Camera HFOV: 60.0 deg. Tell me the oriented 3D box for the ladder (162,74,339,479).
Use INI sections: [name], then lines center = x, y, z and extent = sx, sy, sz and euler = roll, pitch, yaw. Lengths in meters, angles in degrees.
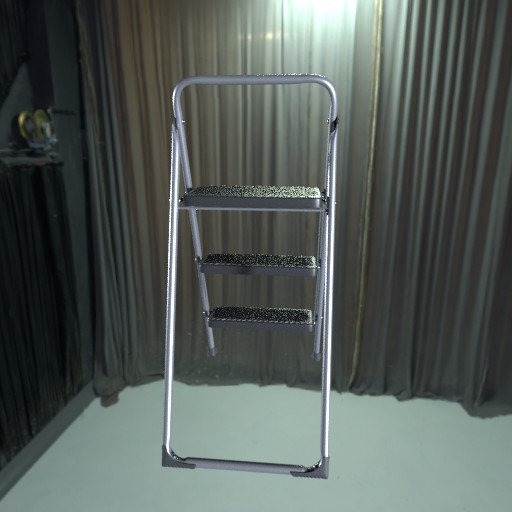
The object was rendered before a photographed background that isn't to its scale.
[ladder]
center = 0.000, 0.000, 1.263
extent = 0.430, 0.945, 0.629
euler = 2, 16, 6
